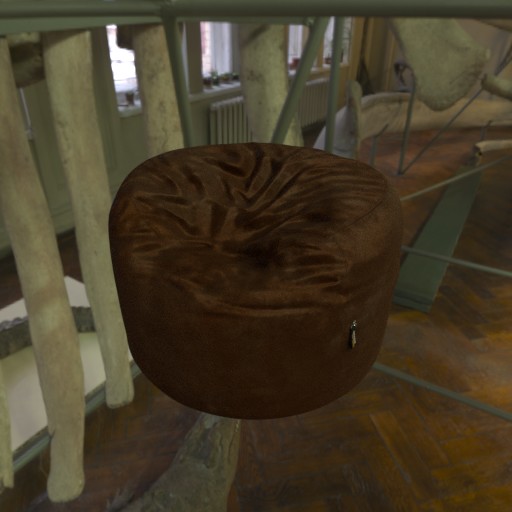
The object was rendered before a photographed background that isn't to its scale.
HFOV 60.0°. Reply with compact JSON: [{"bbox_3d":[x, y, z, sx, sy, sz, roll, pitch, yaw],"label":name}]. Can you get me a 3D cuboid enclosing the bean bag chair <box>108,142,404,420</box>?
[{"bbox_3d":[0.000,0.000,1.487,0.918,0.616,0.918,0,29,0],"label":"bean bag chair"}]
